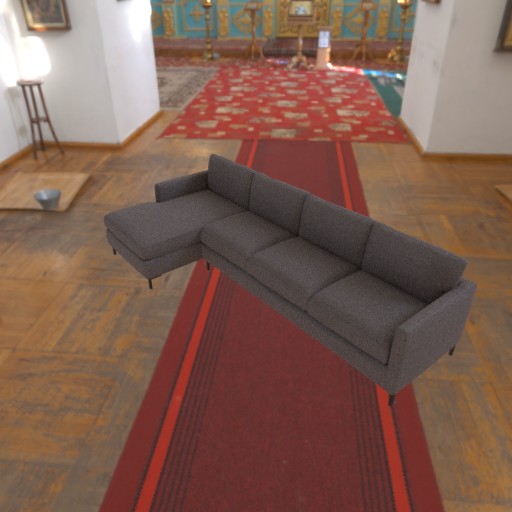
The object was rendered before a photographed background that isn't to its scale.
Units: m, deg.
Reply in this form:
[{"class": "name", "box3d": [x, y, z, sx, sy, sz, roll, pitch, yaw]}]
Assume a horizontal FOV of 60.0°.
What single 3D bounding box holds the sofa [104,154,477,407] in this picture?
[{"class": "sofa", "box3d": [0.000, 0.000, 3.294, 1.258, 0.754, 2.731, -23, 38, -33]}]
